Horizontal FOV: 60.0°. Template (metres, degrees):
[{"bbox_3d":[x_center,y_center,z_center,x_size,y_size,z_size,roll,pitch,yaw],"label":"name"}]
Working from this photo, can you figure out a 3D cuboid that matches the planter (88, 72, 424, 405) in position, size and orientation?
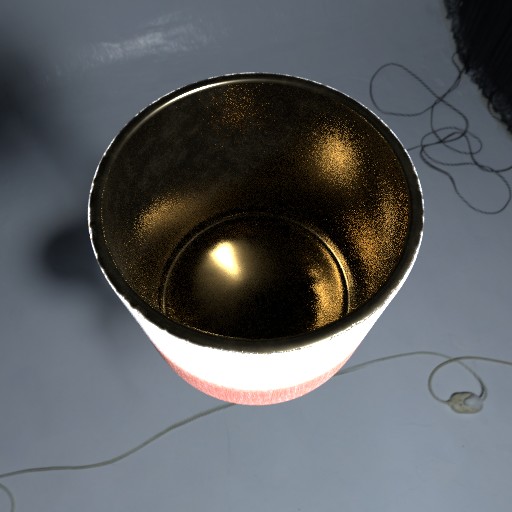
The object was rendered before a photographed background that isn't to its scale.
[{"bbox_3d":[0.000,0.000,0.302,0.178,0.157,0.178,0,64,0],"label":"planter"}]
